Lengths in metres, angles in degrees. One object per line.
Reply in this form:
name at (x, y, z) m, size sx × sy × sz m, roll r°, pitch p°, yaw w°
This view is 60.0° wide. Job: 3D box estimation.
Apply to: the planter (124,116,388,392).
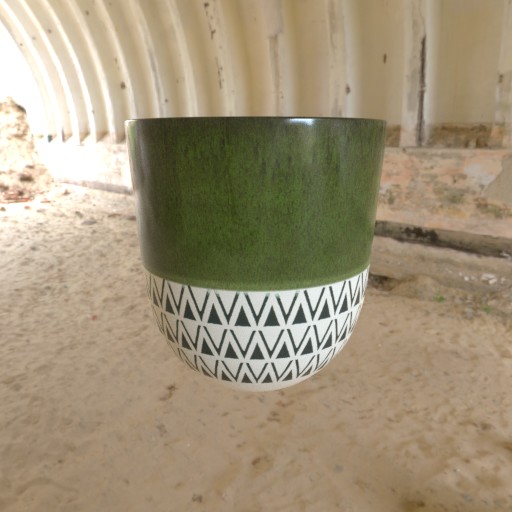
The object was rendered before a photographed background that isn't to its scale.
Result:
planter at (0.000, 0.000, 0.464) m, size 0.245 × 0.270 × 0.245 m, roll 0°, pitch 15°, yaw 0°
